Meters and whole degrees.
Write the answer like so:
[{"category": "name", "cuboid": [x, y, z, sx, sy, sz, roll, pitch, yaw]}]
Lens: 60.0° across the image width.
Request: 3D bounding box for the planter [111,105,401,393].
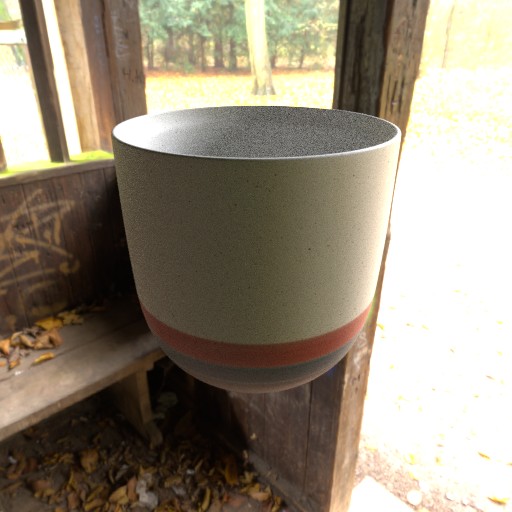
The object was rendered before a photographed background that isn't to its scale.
[{"category": "planter", "cuboid": [0.000, 0.000, 0.371, 0.204, 0.214, 0.204, 0, 26, 0]}]
